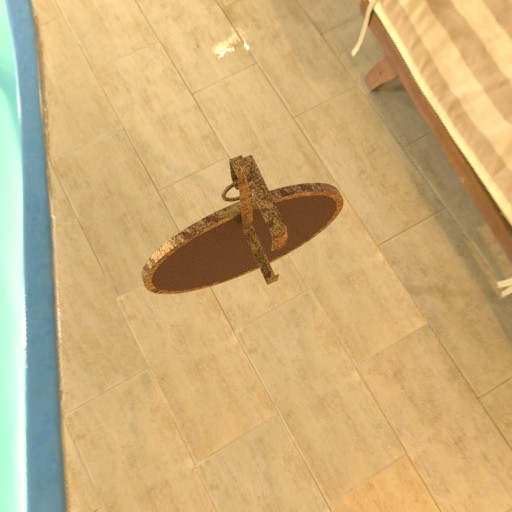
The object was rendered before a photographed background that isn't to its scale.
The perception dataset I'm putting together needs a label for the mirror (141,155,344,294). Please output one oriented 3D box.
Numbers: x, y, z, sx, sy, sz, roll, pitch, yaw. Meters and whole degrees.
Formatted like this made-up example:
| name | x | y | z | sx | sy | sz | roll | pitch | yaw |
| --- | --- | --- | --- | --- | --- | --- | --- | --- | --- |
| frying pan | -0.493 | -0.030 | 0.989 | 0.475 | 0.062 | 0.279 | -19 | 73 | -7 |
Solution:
| name | x | y | z | sx | sy | sz | roll | pitch | yaw |
| --- | --- | --- | --- | --- | --- | --- | --- | --- | --- |
| mirror | 0.000 | 0.000 | 0.830 | 0.447 | 0.651 | 0.144 | -23 | 76 | -6 |
